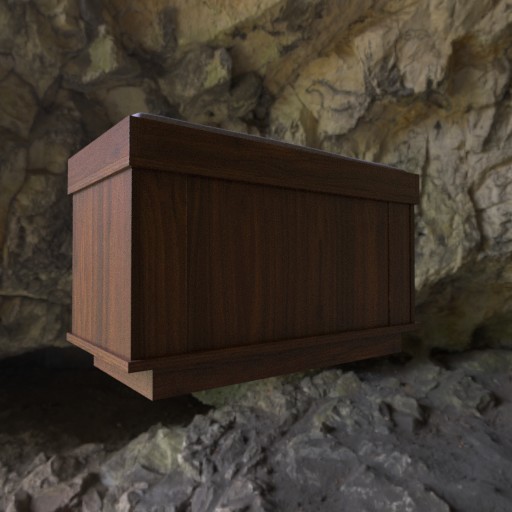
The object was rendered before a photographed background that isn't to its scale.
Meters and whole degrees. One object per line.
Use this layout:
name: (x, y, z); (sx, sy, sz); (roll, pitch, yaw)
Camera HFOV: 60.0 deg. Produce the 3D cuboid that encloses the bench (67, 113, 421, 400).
bench: (0.000, 0.000, 1.013); (0.734, 0.461, 0.362); (1, -1, -37)
